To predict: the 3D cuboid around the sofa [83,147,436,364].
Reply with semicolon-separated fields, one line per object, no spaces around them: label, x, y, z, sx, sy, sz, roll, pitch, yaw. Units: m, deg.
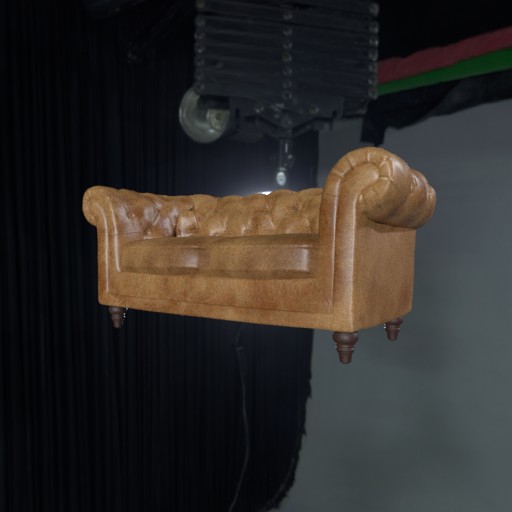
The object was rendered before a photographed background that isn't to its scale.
sofa;0.000;0.000;2.602;1.979;0.877;1.042;0;1;35
